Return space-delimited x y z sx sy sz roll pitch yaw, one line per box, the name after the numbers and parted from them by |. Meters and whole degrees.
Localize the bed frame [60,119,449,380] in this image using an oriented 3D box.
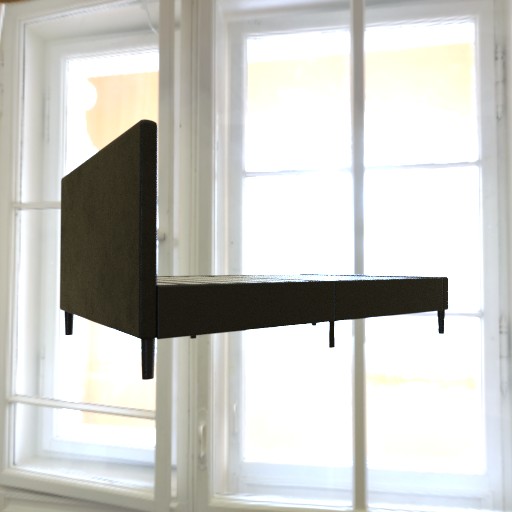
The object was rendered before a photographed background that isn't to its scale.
0.000 0.000 2.968 2.152 1.046 1.469 1 -2 -35 | bed frame
